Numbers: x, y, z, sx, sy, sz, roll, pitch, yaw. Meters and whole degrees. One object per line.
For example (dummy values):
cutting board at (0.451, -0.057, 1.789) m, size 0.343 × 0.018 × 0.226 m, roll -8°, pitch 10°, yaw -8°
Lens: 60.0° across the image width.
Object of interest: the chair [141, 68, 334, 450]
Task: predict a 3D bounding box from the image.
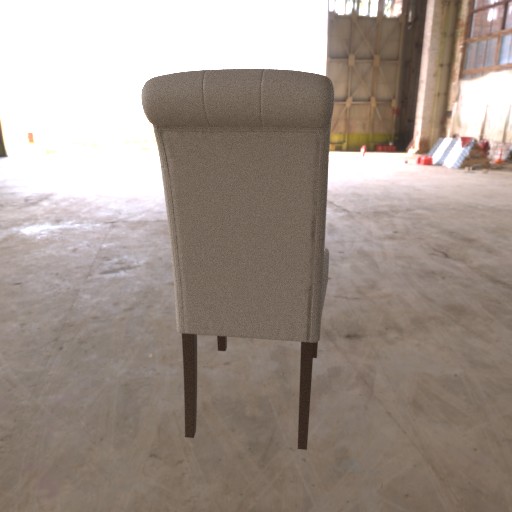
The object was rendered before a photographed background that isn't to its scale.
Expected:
chair at (0.000, 0.000, 1.354) m, size 0.456 × 1.006 × 0.671 m, roll 3°, pitch 18°, yaw 8°
